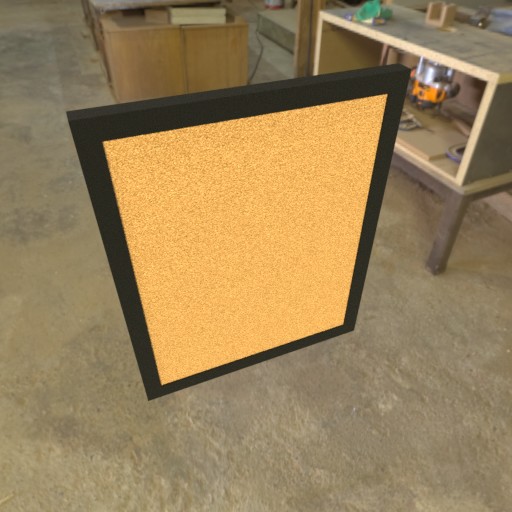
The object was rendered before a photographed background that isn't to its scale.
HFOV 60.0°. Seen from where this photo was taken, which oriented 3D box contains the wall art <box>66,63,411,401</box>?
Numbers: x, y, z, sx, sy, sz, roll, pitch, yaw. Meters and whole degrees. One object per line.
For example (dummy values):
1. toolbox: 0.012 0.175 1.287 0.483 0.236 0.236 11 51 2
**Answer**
1. wall art: 0.000 0.000 0.743 0.457 0.559 0.029 -15 43 -17
